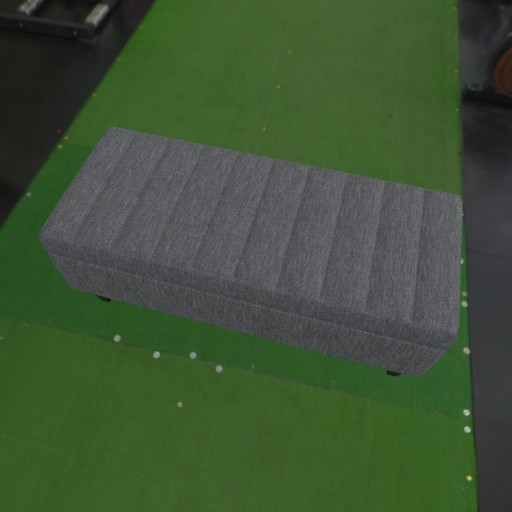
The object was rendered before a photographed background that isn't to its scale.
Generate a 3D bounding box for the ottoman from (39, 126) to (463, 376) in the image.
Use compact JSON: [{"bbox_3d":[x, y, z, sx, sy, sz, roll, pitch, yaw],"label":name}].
[{"bbox_3d":[0.000,0.000,1.438,1.151,0.469,0.482,13,58,8],"label":"ottoman"}]
